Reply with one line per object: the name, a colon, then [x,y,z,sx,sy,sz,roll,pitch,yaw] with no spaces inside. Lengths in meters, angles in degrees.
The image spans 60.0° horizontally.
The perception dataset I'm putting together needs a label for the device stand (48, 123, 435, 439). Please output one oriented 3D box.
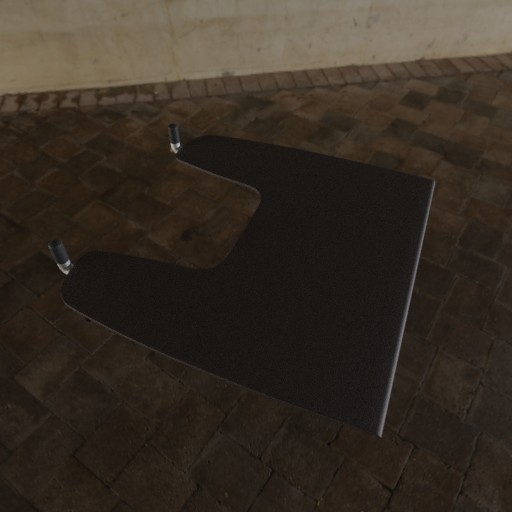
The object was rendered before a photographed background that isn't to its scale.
device stand: [0.000,0.000,0.344,0.230,0.092,0.230,17,49,15]
